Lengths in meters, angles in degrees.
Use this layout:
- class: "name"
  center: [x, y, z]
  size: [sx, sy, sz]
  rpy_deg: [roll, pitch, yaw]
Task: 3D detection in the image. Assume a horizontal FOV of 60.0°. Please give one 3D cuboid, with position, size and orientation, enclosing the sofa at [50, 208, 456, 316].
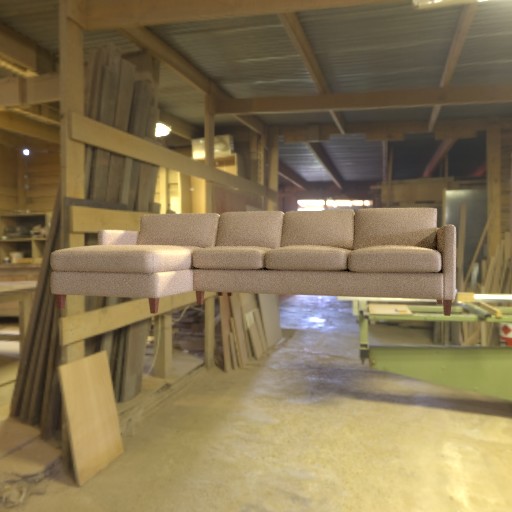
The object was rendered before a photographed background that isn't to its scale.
- class: "sofa"
  center: [0.000, 0.000, 3.866]
  size: [3.201, 0.876, 1.502]
  rpy_deg: [0, 1, 18]
